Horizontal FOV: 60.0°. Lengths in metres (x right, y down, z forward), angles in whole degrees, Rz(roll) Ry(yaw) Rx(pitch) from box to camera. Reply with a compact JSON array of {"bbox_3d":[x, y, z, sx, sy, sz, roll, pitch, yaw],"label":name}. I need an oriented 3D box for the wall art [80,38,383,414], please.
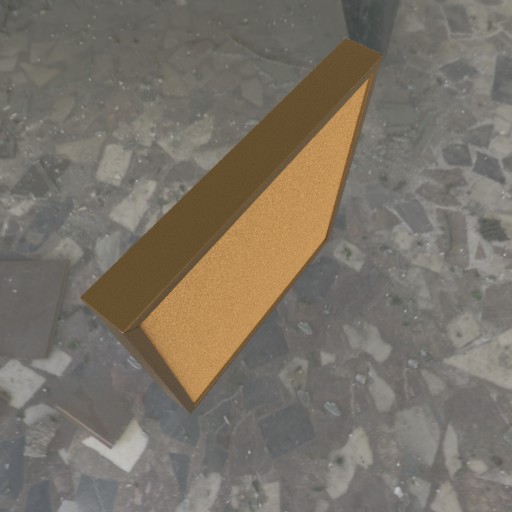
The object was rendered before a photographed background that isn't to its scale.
[{"bbox_3d":[0.000,0.000,0.454,0.037,0.305,0.305,34,67,17],"label":"wall art"}]
